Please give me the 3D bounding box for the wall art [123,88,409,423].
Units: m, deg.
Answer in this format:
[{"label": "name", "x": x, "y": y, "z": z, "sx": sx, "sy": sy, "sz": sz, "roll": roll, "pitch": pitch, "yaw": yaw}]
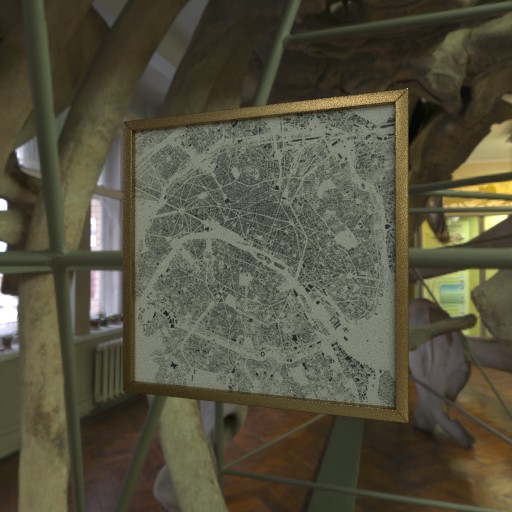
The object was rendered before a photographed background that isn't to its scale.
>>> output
[{"label": "wall art", "x": 0.000, "y": 0.000, "z": 0.468, "sx": 0.305, "sy": 0.305, "sz": 0.037, "roll": 0, "pitch": 0, "yaw": 19}]
